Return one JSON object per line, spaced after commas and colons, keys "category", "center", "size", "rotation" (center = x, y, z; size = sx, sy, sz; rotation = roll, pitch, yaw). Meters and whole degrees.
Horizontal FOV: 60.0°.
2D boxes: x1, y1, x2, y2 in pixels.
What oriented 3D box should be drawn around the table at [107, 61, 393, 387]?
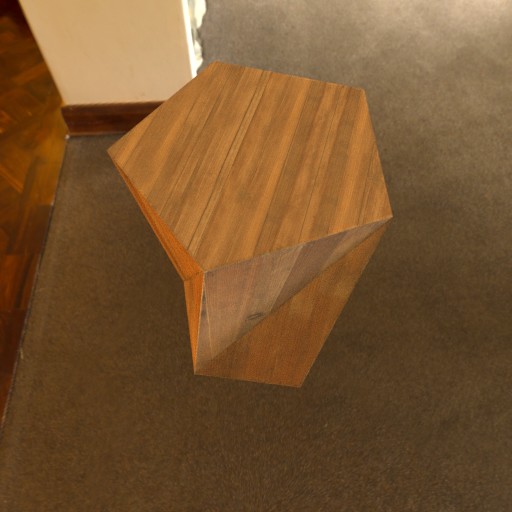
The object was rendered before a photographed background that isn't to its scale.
{"category": "table", "center": [0.000, 0.000, 0.910], "size": [0.441, 0.604, 0.425], "rotation": [32, 64, 18]}
